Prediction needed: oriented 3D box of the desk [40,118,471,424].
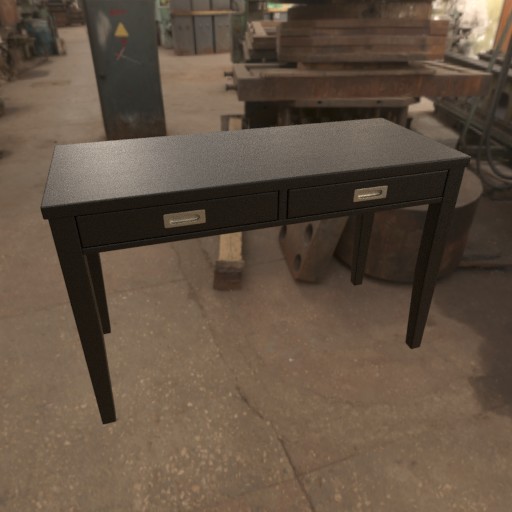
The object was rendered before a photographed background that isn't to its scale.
[{"bbox_3d":[0.000,0.000,1.598,1.220,0.775,0.508,-9,32,-15],"label":"desk"}]
